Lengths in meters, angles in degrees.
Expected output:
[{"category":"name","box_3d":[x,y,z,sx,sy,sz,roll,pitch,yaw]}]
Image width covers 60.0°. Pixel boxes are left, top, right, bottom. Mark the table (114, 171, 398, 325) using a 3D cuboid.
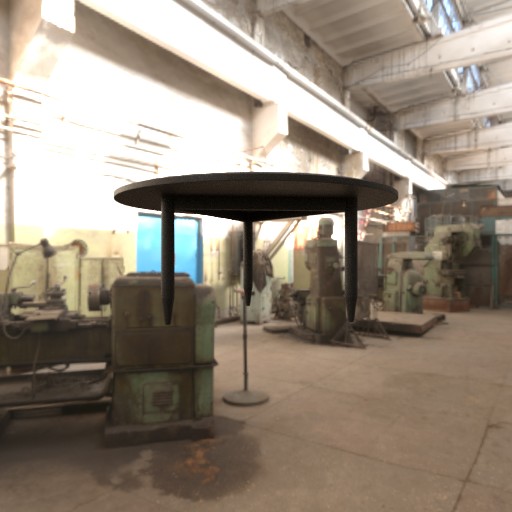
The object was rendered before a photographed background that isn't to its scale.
[{"category":"table","box_3d":[0.000,0.000,1.471,0.900,0.400,0.900,0,0,0]}]
